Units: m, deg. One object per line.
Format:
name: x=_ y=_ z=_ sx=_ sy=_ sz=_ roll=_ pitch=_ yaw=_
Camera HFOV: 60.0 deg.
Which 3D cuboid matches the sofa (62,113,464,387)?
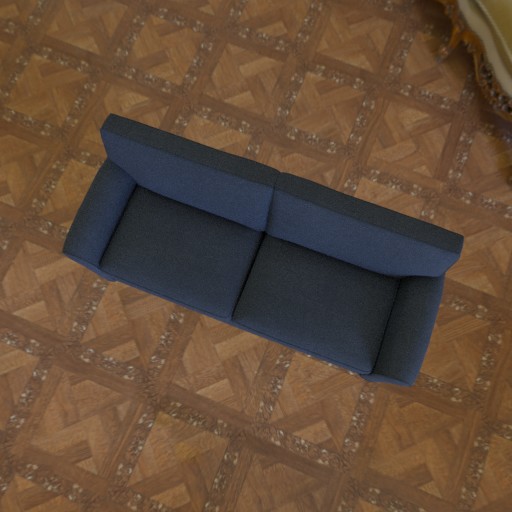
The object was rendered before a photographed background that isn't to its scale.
sofa: x=0.000 y=0.000 z=2.951 sx=2.391 sy=1.026 sz=0.954 roll=20 pitch=76 yaw=5
